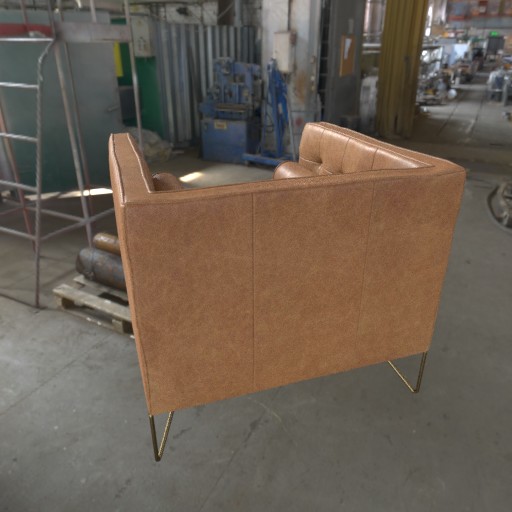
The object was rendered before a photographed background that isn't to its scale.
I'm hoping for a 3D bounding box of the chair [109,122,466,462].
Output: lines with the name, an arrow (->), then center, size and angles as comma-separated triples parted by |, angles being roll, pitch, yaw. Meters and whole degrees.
chair -> 0.000, 0.000, 1.595 | 0.920, 0.797, 0.912 | -8, 27, -16
